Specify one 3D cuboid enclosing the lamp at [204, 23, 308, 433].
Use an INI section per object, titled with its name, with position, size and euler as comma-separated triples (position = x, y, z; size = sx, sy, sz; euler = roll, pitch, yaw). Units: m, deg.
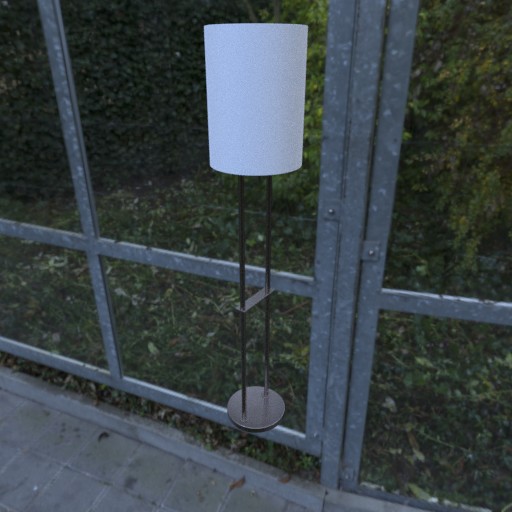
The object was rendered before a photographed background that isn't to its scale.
[lamp]
position = 0.000, 0.000, 1.628
size = 0.305, 1.500, 0.306
euler = 17, 30, 32
